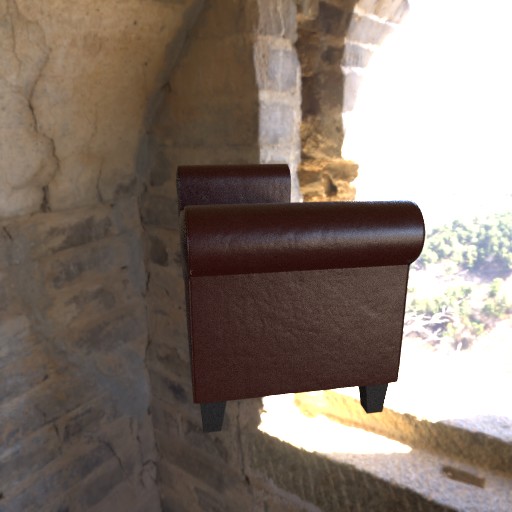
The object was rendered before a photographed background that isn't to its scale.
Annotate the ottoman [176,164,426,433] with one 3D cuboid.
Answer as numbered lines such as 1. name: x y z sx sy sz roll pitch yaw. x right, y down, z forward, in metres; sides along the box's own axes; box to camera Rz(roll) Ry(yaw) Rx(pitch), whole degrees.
1. ottoman: 0.000 0.000 1.544 0.521 0.547 1.256 -3 16 -10
